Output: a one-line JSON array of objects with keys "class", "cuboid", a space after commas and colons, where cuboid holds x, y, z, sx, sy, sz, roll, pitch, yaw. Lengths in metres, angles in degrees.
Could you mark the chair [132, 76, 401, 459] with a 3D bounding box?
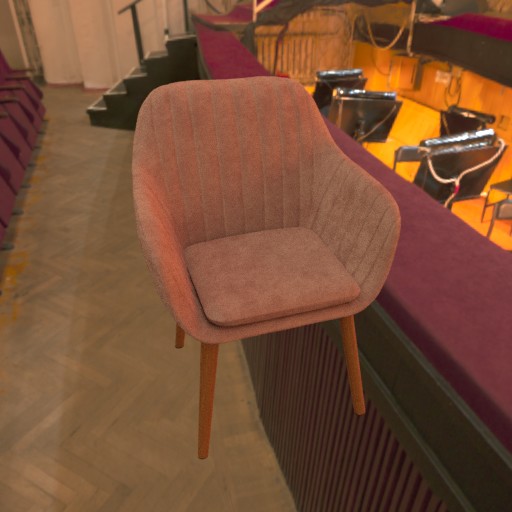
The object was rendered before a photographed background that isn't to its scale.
[{"class": "chair", "cuboid": [0.000, 0.000, 1.226, 0.610, 0.832, 0.570, -10, 33, -15]}]
